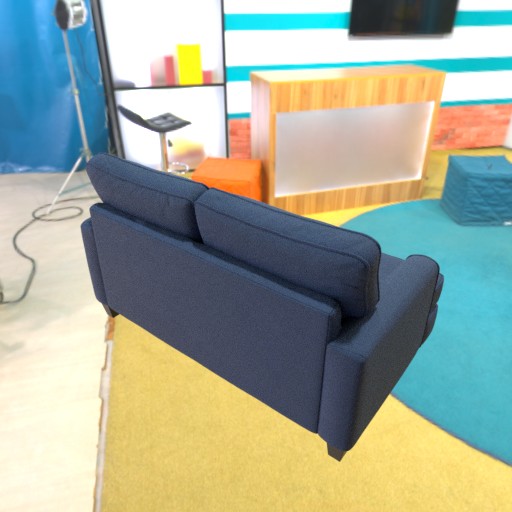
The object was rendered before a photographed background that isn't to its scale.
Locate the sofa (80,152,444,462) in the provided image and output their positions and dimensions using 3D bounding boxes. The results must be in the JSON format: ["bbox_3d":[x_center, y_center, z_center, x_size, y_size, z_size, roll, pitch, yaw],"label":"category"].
[{"bbox_3d":[0.000,0.000,2.245,1.651,0.965,0.965,22,37,32],"label":"sofa"}]
